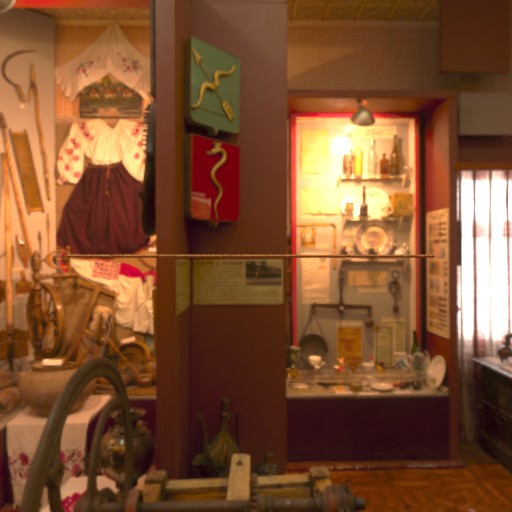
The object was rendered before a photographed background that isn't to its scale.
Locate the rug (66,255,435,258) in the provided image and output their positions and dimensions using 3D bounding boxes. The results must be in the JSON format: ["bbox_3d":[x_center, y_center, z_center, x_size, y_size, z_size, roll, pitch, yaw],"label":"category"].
[{"bbox_3d":[0.000,0.000,2.879,1.566,0.013,2.141,0,0,1],"label":"rug"}]
